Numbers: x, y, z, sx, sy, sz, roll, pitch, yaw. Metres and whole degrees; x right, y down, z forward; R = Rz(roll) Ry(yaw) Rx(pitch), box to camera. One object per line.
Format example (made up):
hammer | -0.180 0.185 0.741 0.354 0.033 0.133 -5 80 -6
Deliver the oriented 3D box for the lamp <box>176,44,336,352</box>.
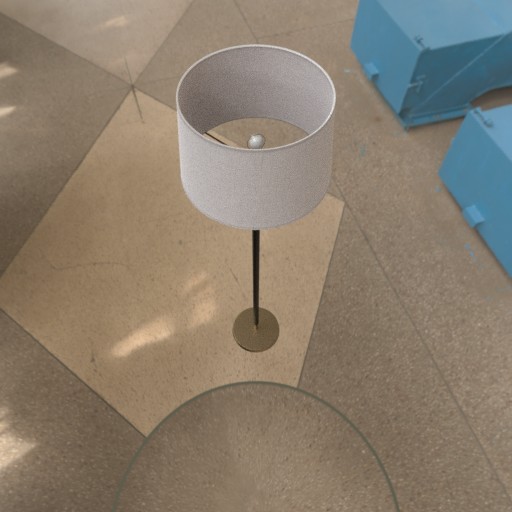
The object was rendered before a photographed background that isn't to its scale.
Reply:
lamp | 0.000 0.000 1.642 0.420 1.447 0.420 0 58 0
